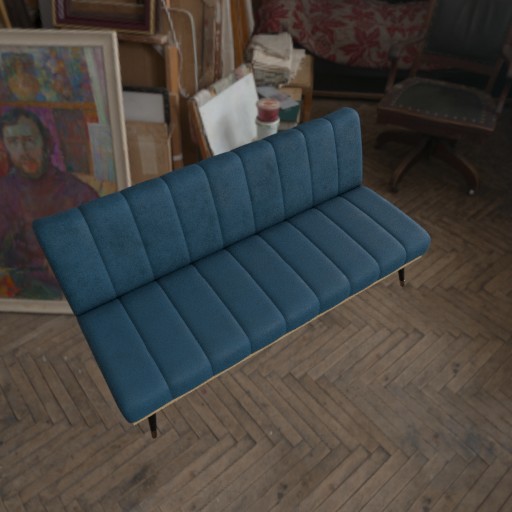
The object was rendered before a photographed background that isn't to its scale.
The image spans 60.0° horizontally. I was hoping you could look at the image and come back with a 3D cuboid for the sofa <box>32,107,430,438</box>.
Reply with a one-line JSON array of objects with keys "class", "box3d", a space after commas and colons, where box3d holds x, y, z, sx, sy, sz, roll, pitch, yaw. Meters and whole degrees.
[{"class": "sofa", "box3d": [0.000, 0.000, 2.300, 1.810, 0.825, 0.830, -26, 52, -22]}]
